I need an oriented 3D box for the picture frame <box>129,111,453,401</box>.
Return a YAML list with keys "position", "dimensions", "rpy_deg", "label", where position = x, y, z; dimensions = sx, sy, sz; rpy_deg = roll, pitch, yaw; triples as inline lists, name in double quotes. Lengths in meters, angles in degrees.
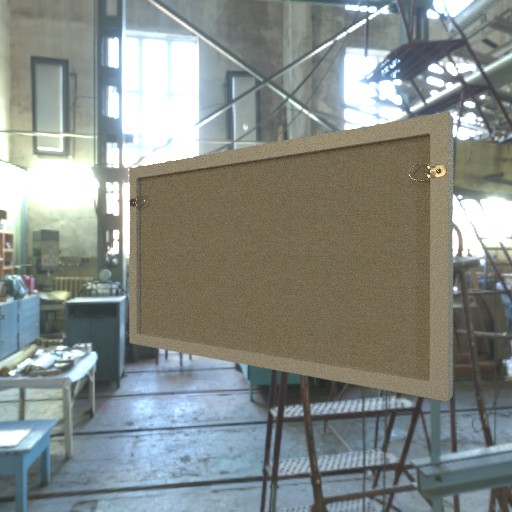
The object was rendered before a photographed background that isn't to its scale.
- position: [0.000, 0.000, 0.782]
  dimensions: [0.647, 0.379, 0.044]
  rpy_deg: [0, 0, 36]
  label: "picture frame"
